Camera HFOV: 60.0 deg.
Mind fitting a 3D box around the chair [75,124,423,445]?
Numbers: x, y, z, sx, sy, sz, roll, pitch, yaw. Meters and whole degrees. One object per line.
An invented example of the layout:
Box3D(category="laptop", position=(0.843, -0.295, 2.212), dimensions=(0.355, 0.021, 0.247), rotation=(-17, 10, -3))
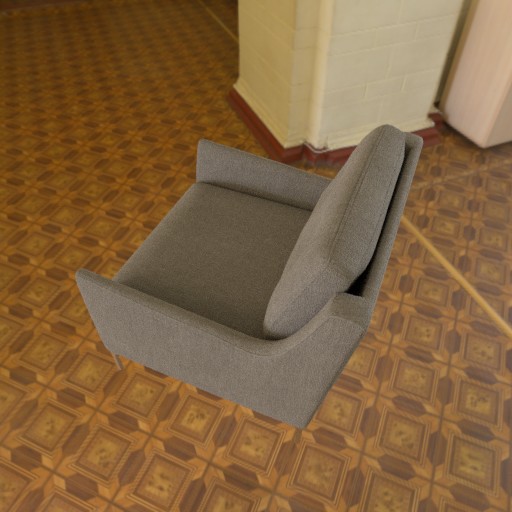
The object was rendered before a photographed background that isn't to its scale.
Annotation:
Box3D(category="chair", position=(0.000, 0.000, 1.542), dimensions=(0.849, 0.828, 0.847), rotation=(17, 49, 16))
